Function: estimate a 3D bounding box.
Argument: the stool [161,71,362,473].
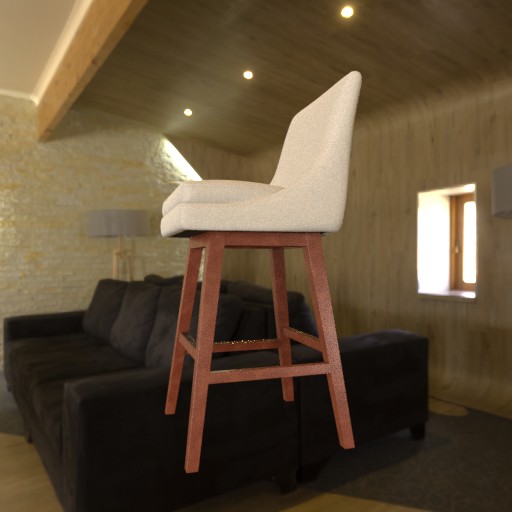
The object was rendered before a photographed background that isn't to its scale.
[{"bbox_3d":[0.000,0.000,1.416,0.559,1.092,0.470,0,0,-18],"label":"stool"}]
